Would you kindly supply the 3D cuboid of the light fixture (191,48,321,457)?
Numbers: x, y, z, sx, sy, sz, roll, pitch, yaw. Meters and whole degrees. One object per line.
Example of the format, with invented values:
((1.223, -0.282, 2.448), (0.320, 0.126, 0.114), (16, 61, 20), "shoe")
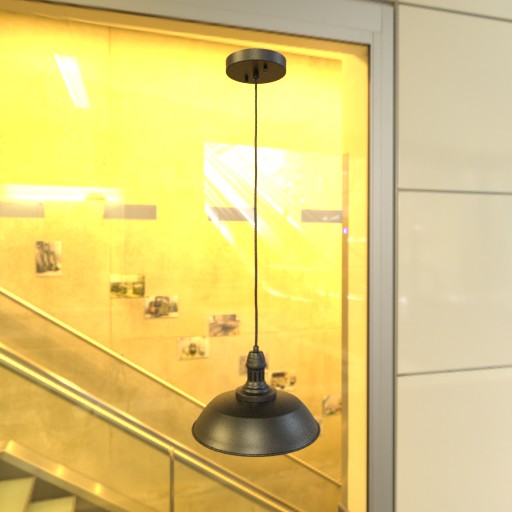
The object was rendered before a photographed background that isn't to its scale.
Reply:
((0.000, 0.000, 1.142), (0.331, 0.993, 0.331), (-1, 1, -35), "light fixture")
